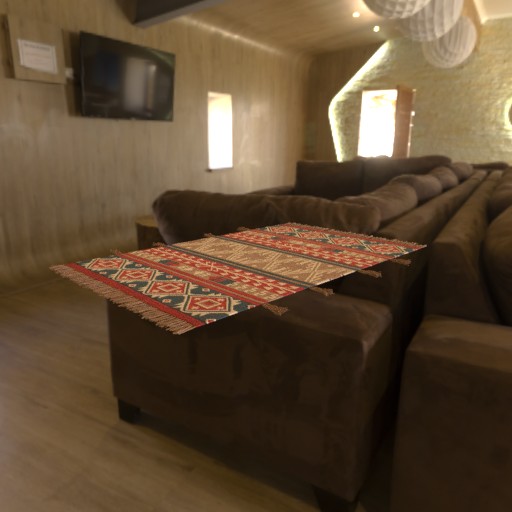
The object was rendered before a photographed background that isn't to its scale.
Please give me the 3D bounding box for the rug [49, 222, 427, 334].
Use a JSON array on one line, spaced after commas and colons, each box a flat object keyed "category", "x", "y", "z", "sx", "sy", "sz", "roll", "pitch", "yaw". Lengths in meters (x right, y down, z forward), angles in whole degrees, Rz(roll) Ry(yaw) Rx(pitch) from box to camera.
[{"category": "rug", "x": 0.000, "y": 0.000, "z": 2.695, "sx": 2.025, "sy": 0.040, "sz": 1.469, "roll": -14, "pitch": 20, "yaw": -43}]
